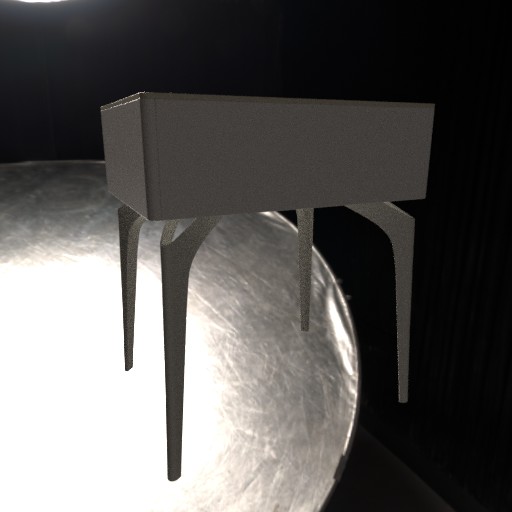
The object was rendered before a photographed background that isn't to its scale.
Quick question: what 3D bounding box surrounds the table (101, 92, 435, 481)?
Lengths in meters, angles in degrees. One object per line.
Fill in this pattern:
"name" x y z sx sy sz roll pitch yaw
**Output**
"table" 0.000 0.000 0.888 0.500 0.570 0.400 -7 17 -25
